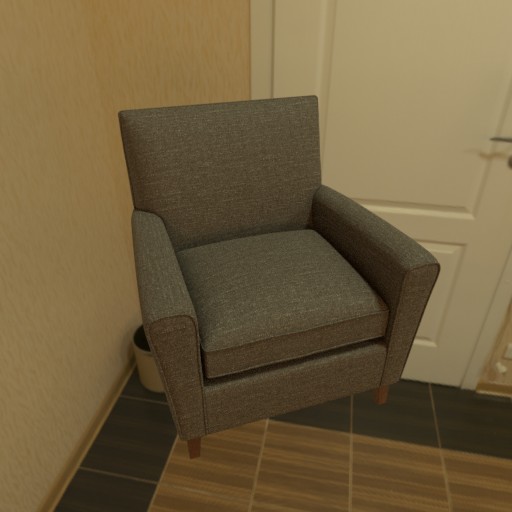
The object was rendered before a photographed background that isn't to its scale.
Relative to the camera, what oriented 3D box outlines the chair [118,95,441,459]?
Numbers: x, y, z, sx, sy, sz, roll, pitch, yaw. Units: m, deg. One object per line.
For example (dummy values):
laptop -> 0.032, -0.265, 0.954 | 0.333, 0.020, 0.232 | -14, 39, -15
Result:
chair -> 0.000, 0.000, 1.577 | 0.838, 0.885, 0.875 | -10, 34, -15
